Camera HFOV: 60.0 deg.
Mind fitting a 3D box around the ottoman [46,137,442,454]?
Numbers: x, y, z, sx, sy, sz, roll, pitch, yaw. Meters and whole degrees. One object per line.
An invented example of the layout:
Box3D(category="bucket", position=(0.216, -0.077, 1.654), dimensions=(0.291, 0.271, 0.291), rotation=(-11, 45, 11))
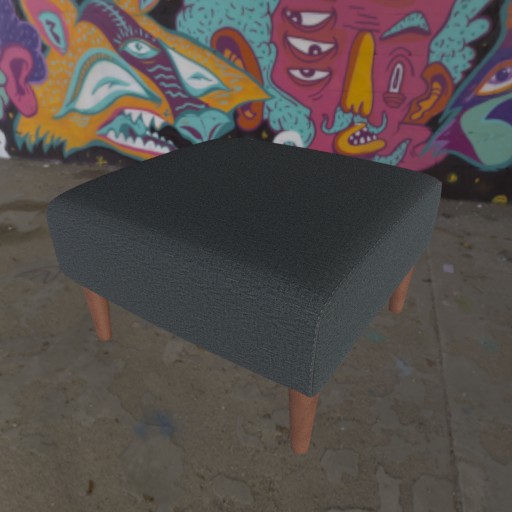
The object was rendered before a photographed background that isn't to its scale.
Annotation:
Box3D(category="ottoman", position=(0.000, 0.000, 1.047), dimensions=(0.650, 0.398, 0.649), rotation=(19, 35, 30))
